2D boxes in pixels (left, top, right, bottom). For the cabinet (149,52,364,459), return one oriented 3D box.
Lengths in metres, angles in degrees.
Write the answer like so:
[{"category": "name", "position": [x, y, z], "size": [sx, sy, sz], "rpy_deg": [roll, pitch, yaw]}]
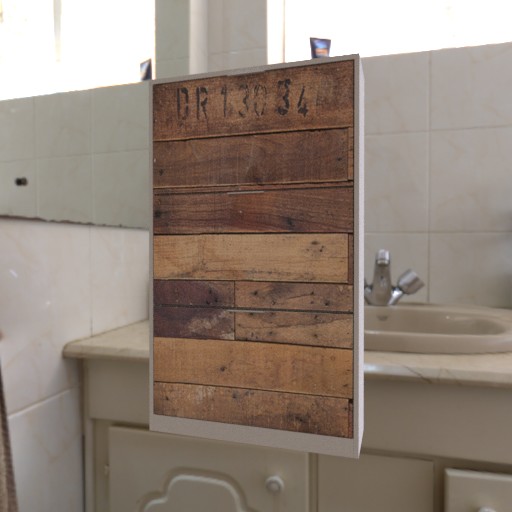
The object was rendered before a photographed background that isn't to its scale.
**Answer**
[{"category": "cabinet", "position": [0.000, 0.000, 1.614], "size": [0.750, 1.280, 0.250], "rpy_deg": [0, 1, 17]}]
